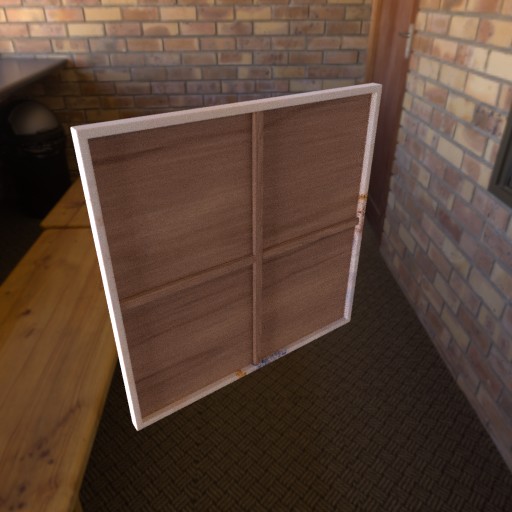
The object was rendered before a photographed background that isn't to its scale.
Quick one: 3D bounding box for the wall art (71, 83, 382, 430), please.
[{"bbox_3d":[0.000,0.000,1.325,0.889,0.889,0.038,-20,36,-30],"label":"wall art"}]
